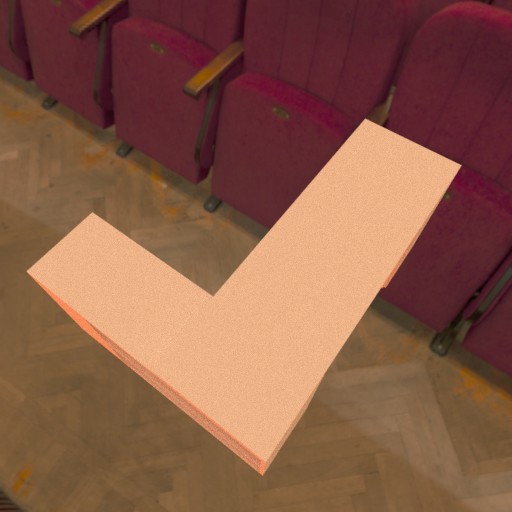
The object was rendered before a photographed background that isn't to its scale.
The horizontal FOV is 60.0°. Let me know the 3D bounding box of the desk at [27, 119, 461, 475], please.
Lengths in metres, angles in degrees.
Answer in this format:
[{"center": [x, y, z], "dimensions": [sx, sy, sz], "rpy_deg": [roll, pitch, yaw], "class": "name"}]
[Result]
[{"center": [0.000, 0.000, 2.219], "dimensions": [1.199, 0.759, 1.524], "rpy_deg": [33, 66, 17], "class": "desk"}]
